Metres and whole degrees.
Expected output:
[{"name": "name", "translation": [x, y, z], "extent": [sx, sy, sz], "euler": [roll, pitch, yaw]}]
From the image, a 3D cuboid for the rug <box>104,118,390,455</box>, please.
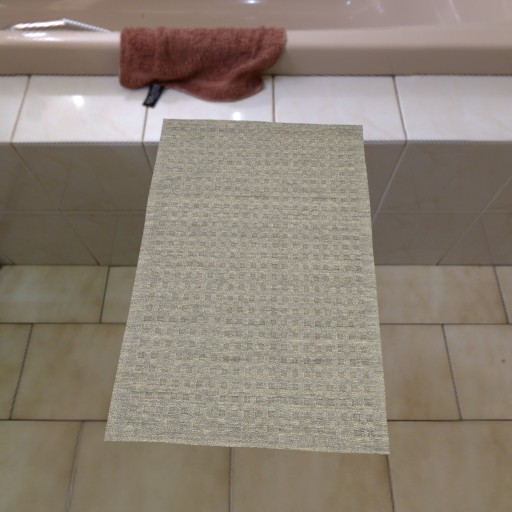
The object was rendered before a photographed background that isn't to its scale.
[{"name": "rug", "translation": [0.000, 0.000, 2.877], "extent": [1.532, 0.018, 2.297], "euler": [2, 63, 1]}]
